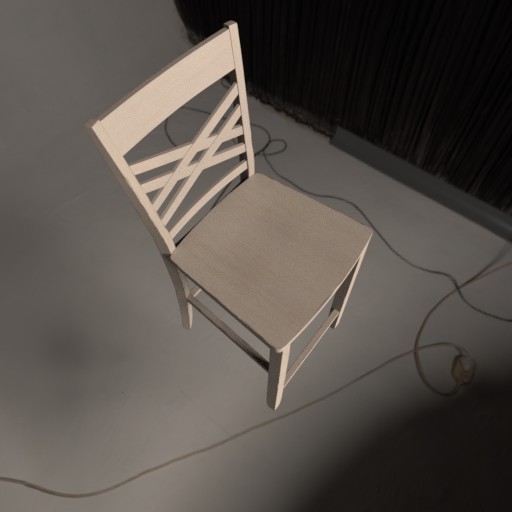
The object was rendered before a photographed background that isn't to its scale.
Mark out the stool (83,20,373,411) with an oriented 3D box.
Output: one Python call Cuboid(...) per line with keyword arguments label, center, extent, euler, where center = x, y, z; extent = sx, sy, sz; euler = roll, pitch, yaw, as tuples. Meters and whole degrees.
Cuboid(label="stool", center=(0.000, 0.000, 1.347), extent=(0.539, 1.079, 0.462), euler=(34, 64, 19))
